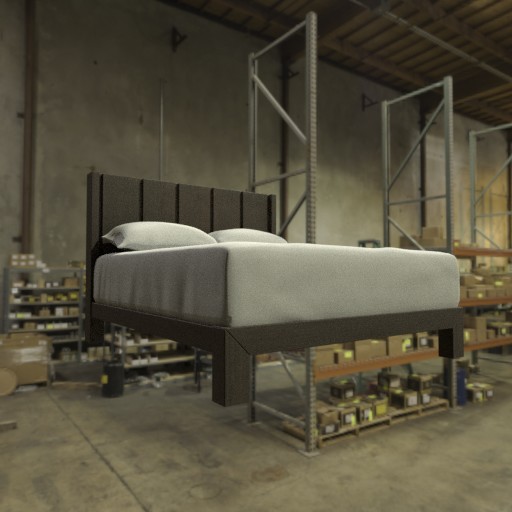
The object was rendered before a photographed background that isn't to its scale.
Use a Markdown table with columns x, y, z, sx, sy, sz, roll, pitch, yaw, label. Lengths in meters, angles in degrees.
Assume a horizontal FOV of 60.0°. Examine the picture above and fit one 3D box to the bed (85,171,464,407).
| x | y | z | sx | sy | sz | roll | pitch | yaw | label |
| --- | --- | --- | --- | --- | --- | --- | --- | --- | --- |
| 0.000 | 0.000 | 3.049 | 1.735 | 1.261 | 1.992 | 1 | -2 | -36 | bed |
